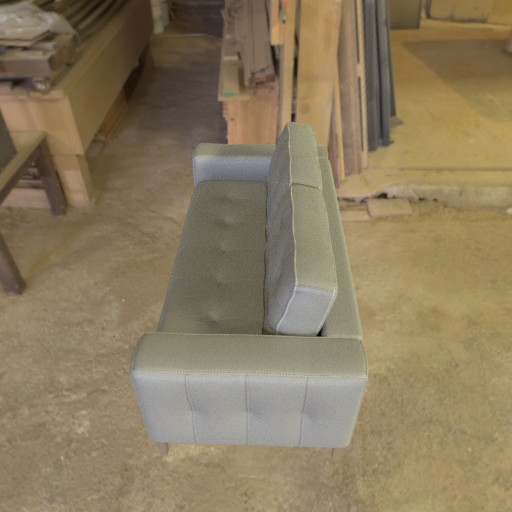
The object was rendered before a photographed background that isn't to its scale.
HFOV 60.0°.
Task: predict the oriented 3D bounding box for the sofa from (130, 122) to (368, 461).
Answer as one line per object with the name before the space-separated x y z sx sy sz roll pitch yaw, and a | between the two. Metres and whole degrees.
sofa | 0.000 0.000 2.245 0.833 0.893 1.726 1 41 1
